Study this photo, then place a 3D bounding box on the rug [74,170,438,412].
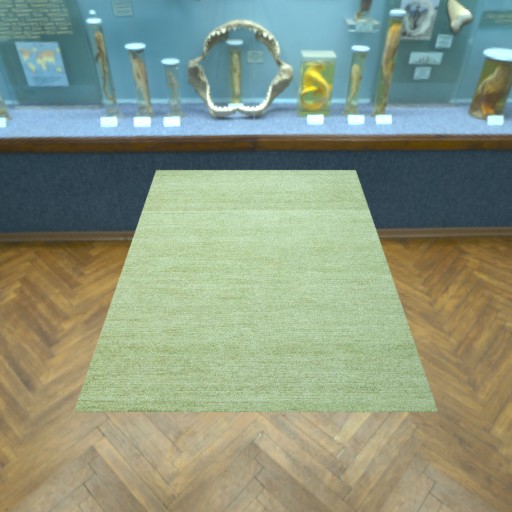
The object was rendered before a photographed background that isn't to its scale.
[{"bbox_3d":[0.000,0.000,4.168,2.425,0.016,3.198,0,40,0],"label":"rug"}]
